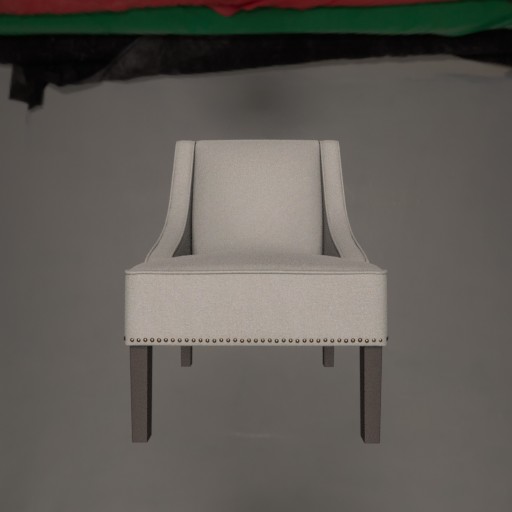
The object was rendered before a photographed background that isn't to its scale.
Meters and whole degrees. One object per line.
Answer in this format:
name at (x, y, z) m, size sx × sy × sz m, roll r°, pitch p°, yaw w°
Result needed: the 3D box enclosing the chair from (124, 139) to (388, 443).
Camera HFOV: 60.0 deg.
chair at (0.000, 0.000, 1.375) m, size 0.631 × 0.867 × 0.747 m, roll 0°, pitch 1°, yaw 1°
